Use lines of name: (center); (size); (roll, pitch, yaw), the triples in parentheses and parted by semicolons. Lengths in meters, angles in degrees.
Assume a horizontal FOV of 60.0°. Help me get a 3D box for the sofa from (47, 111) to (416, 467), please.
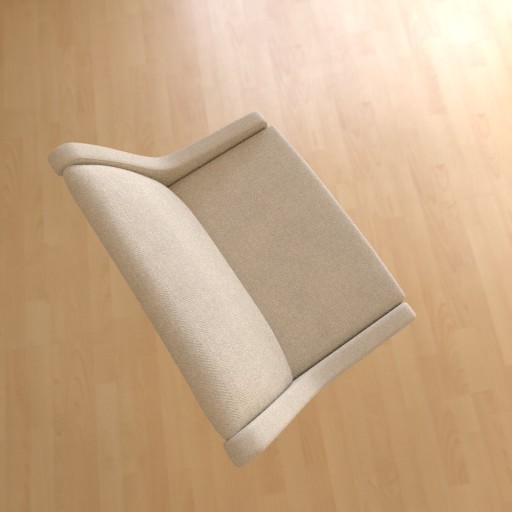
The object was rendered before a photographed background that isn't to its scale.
sofa: (0.000, 0.000, 1.914); (0.946, 0.976, 1.212); (-33, 77, -8)
